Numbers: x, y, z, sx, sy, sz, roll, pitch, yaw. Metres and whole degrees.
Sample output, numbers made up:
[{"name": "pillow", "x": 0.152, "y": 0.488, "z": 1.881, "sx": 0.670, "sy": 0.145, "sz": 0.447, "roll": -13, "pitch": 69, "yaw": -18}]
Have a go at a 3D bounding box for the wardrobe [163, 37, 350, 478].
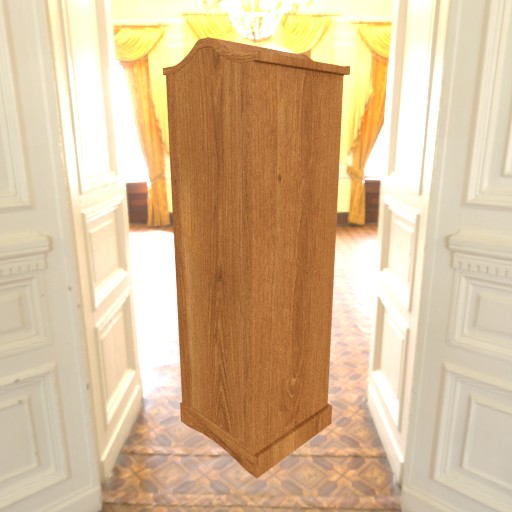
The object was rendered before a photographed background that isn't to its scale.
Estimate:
[{"name": "wardrobe", "x": 0.000, "y": 0.000, "z": 2.156, "sx": 0.570, "sy": 1.870, "sz": 0.590, "roll": -15, "pitch": 21, "yaw": -43}]
